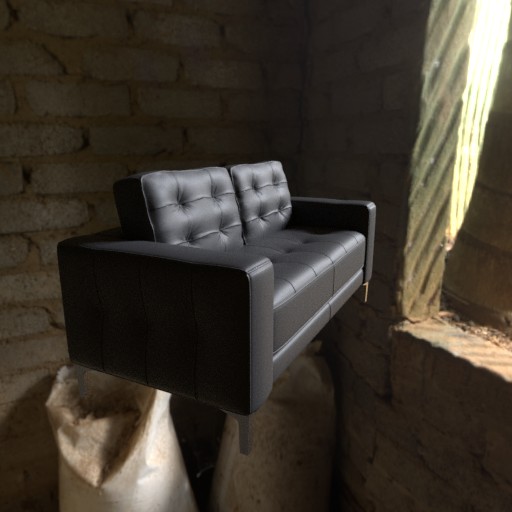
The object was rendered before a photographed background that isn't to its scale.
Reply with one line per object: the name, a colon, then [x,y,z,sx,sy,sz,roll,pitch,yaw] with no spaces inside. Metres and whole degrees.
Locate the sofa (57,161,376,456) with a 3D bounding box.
sofa: [0.000,0.000,2.227,0.833,0.893,1.726,7,16,26]
